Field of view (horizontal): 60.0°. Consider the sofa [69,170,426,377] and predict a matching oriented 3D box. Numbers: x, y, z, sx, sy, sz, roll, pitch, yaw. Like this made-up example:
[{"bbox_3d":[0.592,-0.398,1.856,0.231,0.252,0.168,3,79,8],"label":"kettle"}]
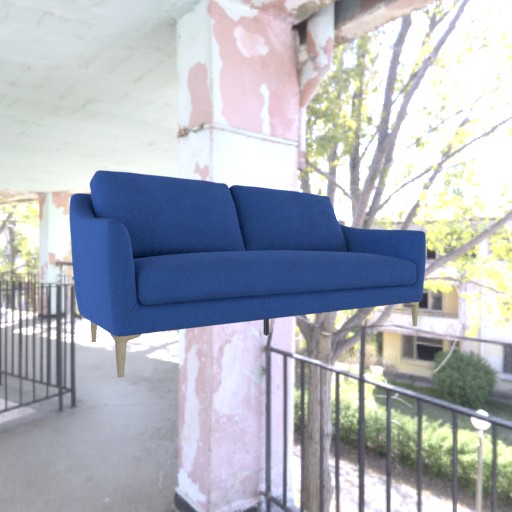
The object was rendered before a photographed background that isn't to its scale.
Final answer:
[{"bbox_3d":[0.000,0.000,2.594,2.036,0.903,0.960,0,1,-37],"label":"sofa"}]
